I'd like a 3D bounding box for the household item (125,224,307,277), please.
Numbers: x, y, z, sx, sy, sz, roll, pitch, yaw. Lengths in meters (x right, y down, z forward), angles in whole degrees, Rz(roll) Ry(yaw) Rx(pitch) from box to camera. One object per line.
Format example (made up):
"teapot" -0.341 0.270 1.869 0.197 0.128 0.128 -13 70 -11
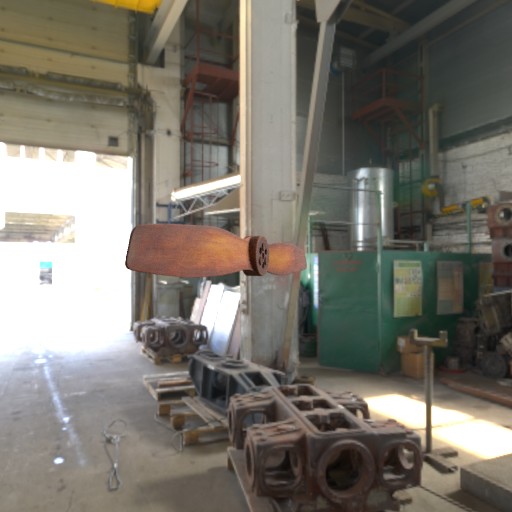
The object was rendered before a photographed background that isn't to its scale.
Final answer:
"household item" 0.000 0.000 1.257 0.051 0.121 1.181 0 -1 20
